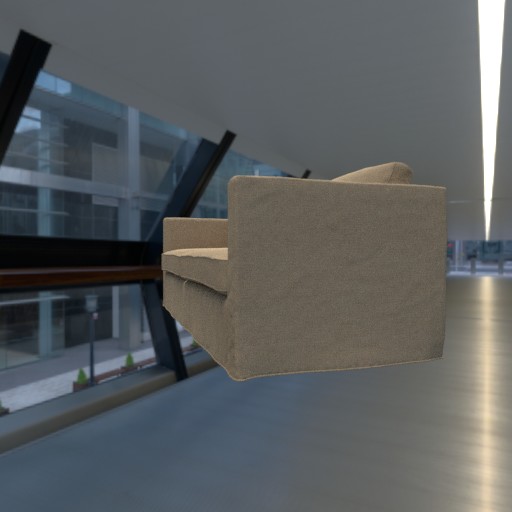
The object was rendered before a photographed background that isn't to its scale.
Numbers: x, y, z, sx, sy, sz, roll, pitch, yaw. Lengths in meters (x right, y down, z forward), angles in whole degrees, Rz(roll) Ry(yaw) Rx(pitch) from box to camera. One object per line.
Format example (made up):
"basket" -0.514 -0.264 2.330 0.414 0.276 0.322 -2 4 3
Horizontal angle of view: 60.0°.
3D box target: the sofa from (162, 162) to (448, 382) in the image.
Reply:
"sofa" 0.000 0.000 2.777 0.962 0.853 2.312 0 1 -18
